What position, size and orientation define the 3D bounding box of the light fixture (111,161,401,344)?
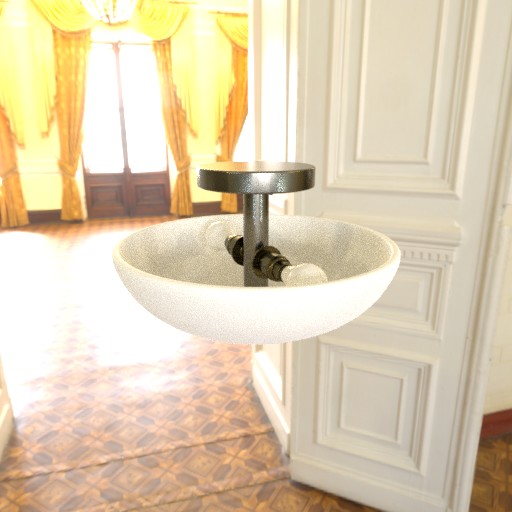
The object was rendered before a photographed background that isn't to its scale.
[{"bbox_3d":[0.000,0.000,0.534,0.330,0.214,0.330,0,17,0],"label":"light fixture"}]
